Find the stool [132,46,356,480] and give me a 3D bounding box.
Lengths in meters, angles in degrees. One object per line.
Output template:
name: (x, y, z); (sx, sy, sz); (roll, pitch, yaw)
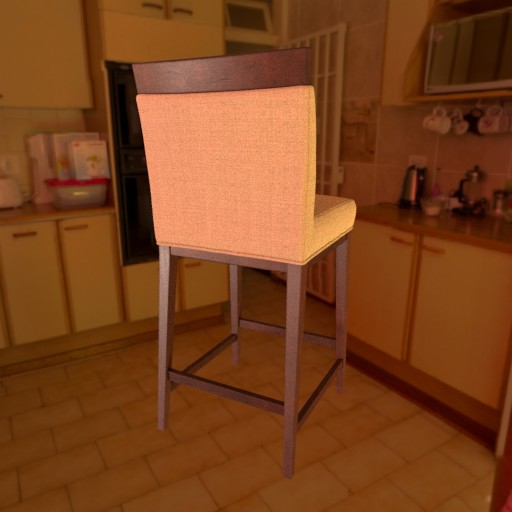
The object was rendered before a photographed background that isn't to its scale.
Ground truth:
stool: (0.000, 0.000, 1.274); (0.463, 1.011, 0.480); (8, 17, 27)
